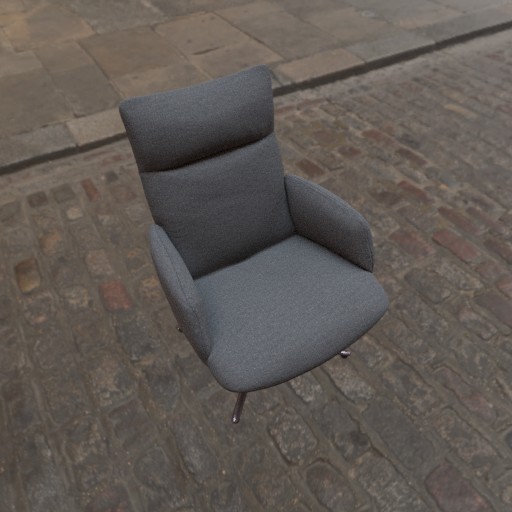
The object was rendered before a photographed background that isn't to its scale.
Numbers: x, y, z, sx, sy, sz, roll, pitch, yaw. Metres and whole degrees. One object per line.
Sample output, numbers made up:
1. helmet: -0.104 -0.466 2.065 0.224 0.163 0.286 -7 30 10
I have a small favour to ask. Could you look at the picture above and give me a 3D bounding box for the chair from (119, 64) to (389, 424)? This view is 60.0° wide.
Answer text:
1. chair: 0.000 0.000 1.555 0.702 0.984 0.831 -24 50 -22
